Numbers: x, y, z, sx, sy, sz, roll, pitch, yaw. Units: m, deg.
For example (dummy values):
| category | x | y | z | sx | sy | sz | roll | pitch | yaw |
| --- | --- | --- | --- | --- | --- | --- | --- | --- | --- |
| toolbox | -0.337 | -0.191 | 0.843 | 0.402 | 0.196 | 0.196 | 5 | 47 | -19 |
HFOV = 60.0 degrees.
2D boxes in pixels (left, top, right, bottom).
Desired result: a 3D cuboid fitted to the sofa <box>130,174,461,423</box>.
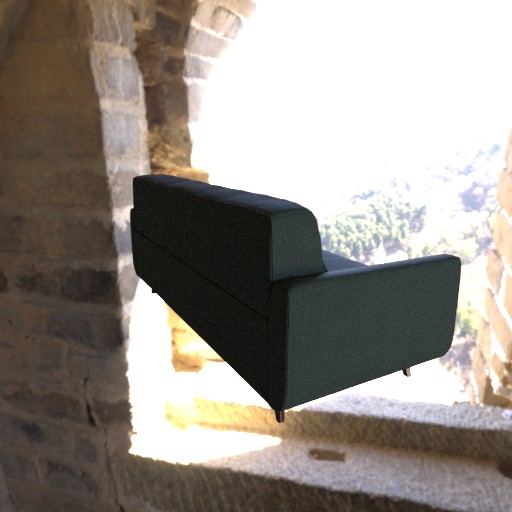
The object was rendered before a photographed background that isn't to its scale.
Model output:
| category | x | y | z | sx | sy | sz | roll | pitch | yaw |
| --- | --- | --- | --- | --- | --- | --- | --- | --- | --- |
| sofa | 0.000 | 0.000 | 2.499 | 0.909 | 0.841 | 2.029 | -8 | 17 | -28 |
